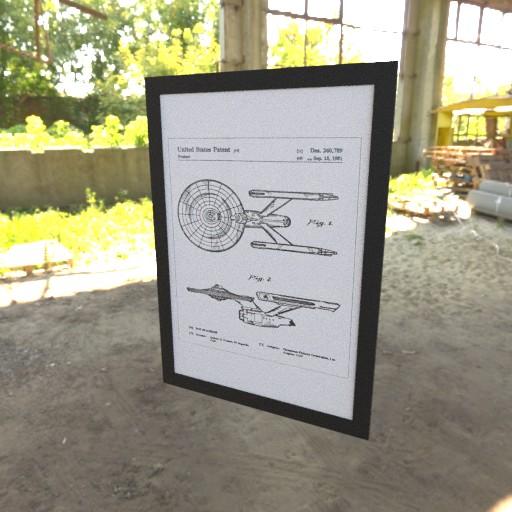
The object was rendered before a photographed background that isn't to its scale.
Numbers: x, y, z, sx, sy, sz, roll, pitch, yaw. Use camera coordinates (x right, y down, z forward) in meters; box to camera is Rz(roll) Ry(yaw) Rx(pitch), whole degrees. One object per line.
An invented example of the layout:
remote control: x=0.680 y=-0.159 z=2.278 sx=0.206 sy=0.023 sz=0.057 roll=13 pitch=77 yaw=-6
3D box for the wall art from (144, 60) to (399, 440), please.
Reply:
wall art: x=0.000 y=0.000 z=0.680 sx=0.379 sy=0.530 sz=0.008 roll=7 pitch=17 yaw=24
